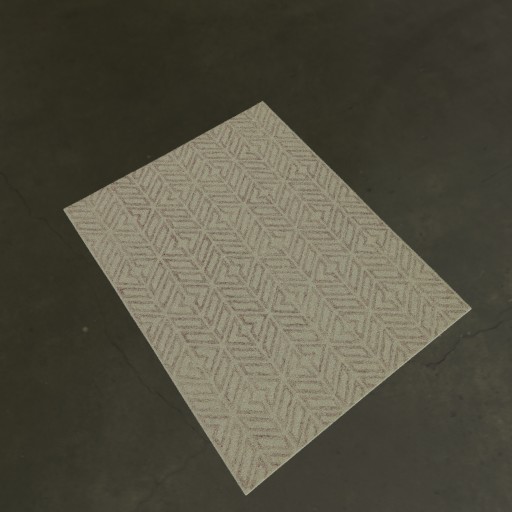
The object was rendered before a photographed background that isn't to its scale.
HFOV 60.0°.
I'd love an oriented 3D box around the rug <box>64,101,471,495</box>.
[{"bbox_3d":[0.000,0.000,4.085,2.421,0.008,3.045,-33,68,-15],"label":"rug"}]
